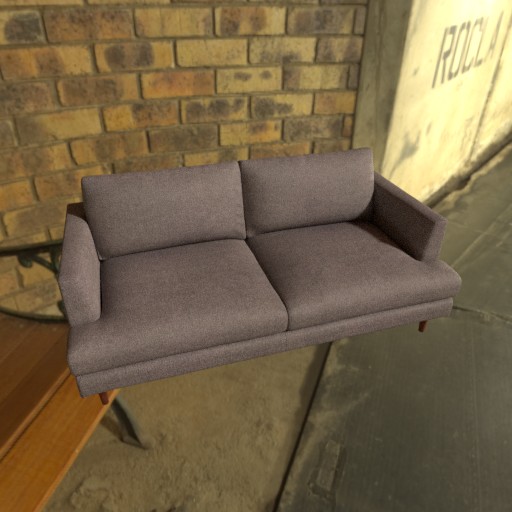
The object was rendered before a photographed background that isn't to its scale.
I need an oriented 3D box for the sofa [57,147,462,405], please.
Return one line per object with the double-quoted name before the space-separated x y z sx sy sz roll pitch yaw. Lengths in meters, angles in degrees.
"sofa" 0.000 0.000 2.452 1.948 0.868 1.020 -9 33 -15
